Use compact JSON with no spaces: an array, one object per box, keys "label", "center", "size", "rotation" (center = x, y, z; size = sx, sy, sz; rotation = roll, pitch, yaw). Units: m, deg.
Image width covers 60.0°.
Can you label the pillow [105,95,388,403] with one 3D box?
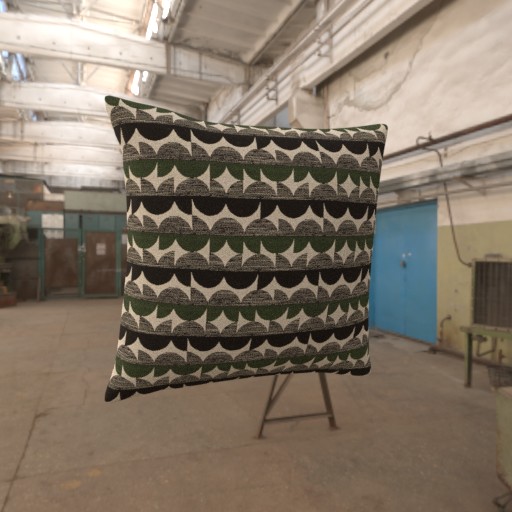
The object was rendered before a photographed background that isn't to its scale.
[{"label":"pillow","center":[0.000,0.000,0.644],"size":[0.419,0.404,0.180],"rotation":[0,1,-18]}]
